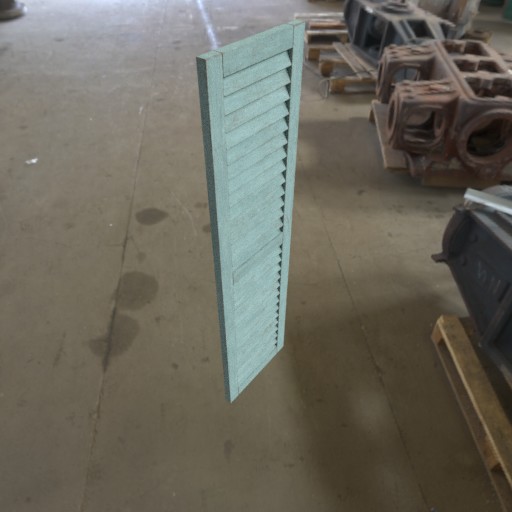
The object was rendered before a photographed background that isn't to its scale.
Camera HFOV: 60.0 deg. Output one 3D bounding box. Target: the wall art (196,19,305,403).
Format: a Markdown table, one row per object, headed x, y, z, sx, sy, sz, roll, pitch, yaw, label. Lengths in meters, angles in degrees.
| x | y | z | sx | sy | sz | roll | pitch | yaw | label |
| --- | --- | --- | --- | --- | --- | --- | --- | --- | --- |
| 0.000 | 0.000 | 1.324 | 0.025 | 1.219 | 0.329 | 28 | 49 | 28 | wall art |
